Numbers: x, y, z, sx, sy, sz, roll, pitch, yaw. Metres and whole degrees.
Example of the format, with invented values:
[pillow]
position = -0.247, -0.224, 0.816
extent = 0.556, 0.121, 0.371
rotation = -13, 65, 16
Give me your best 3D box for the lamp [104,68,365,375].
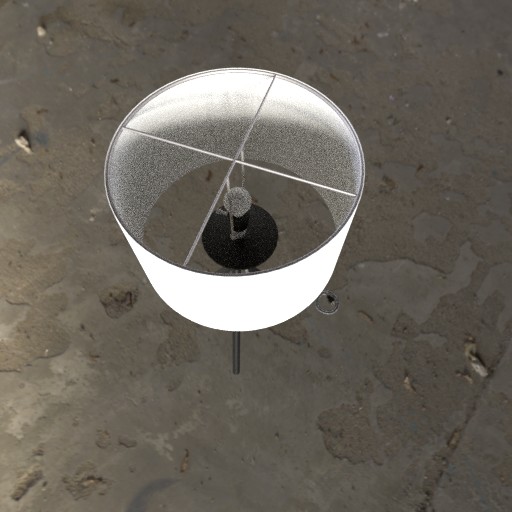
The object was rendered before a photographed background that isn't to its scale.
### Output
[lamp]
position = 0.000, 0.000, 0.916
extent = 0.422, 0.674, 0.353
rotation = -31, 68, -14
